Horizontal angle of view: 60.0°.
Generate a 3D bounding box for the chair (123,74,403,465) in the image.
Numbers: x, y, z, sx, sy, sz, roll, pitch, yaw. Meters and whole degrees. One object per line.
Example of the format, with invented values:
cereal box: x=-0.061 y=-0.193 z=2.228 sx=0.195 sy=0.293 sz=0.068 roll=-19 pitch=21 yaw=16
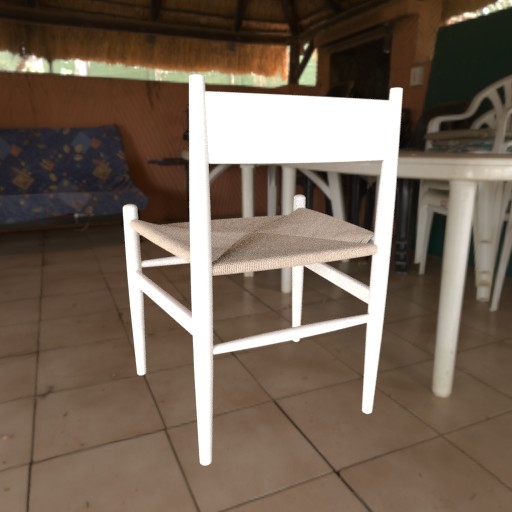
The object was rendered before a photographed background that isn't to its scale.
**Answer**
chair: x=0.000 y=0.000 z=1.102 sx=0.556 sy=0.762 sz=0.495 roll=-7 pitch=16 yaw=-25
